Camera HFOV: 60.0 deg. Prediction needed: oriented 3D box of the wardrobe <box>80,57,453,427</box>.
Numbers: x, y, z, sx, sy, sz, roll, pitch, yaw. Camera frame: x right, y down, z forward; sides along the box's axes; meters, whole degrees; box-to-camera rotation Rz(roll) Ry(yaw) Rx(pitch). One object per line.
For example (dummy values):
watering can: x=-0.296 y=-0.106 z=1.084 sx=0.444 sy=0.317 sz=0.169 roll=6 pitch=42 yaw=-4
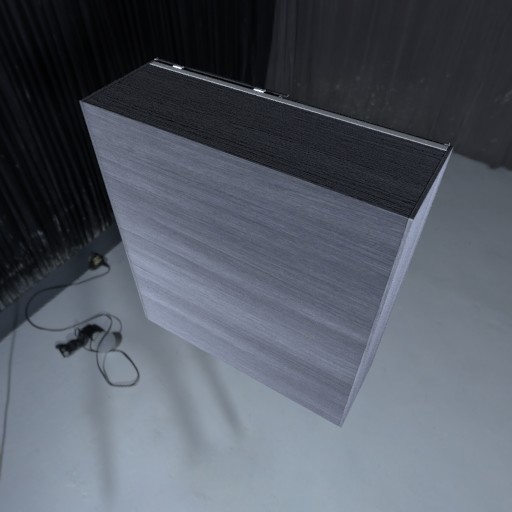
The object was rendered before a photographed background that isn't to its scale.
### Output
wardrobe: x=0.000 y=0.000 z=2.890 sx=1.780 sy=1.960 sz=0.629 roll=24 pitch=51 yaw=21
